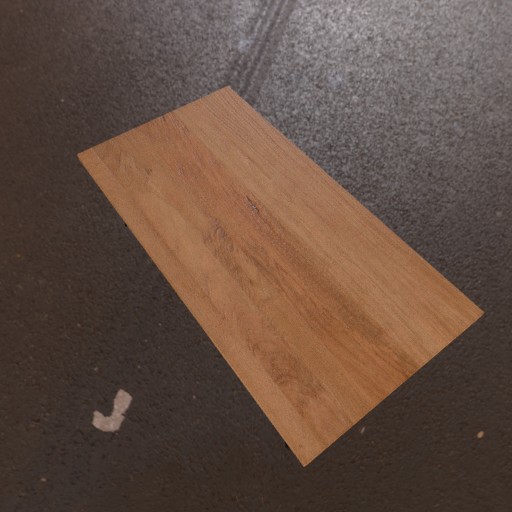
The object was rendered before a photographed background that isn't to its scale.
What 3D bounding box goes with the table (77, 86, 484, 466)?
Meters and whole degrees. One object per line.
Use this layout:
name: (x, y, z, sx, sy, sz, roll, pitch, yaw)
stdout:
table: (0.000, 0.000, 1.672, 0.699, 0.400, 1.348, -32, 62, -19)
